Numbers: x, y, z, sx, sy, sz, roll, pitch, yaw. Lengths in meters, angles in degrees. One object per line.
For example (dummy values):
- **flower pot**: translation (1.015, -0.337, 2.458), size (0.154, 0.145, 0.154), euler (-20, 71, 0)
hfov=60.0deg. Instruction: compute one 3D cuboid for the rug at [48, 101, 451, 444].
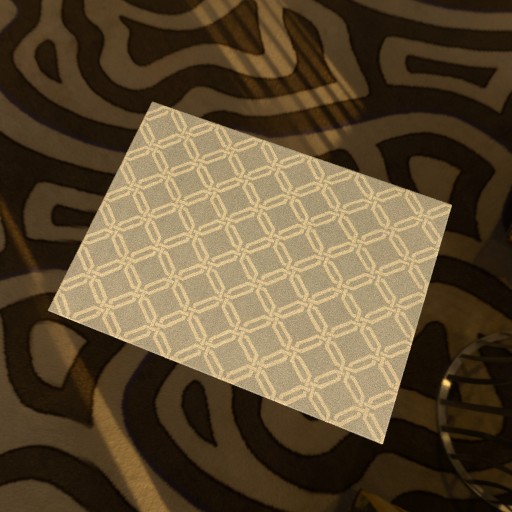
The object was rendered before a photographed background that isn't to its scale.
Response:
- **rug**: translation (0.000, 0.000, 4.401), size (3.353, 0.013, 2.438), euler (20, 76, 5)
